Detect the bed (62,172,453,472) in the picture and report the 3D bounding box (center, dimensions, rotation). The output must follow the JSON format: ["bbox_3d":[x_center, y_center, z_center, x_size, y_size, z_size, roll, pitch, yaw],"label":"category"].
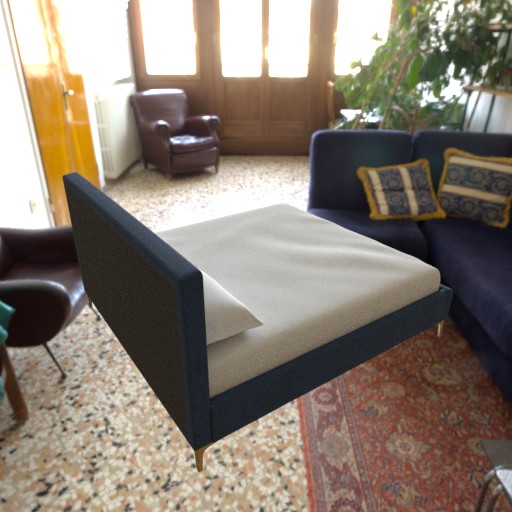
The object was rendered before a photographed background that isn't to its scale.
[{"bbox_3d":[0.000,0.000,3.497,2.232,1.231,2.096,-17,30,-31],"label":"bed"}]
